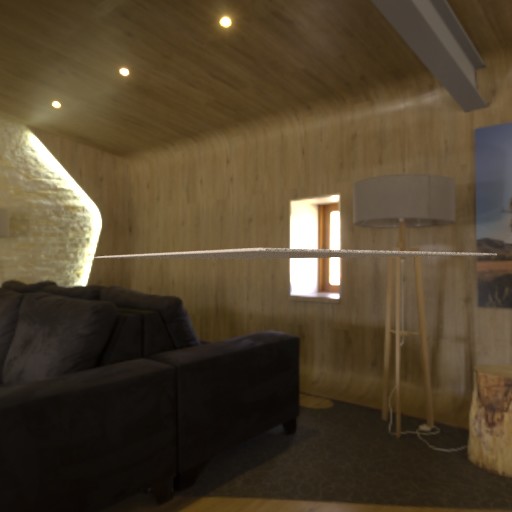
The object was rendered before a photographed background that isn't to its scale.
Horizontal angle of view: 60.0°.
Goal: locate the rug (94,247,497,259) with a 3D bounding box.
[{"bbox_3d":[0.000,0.000,3.014,1.548,0.013,2.486,1,-1,-34],"label":"rug"}]
